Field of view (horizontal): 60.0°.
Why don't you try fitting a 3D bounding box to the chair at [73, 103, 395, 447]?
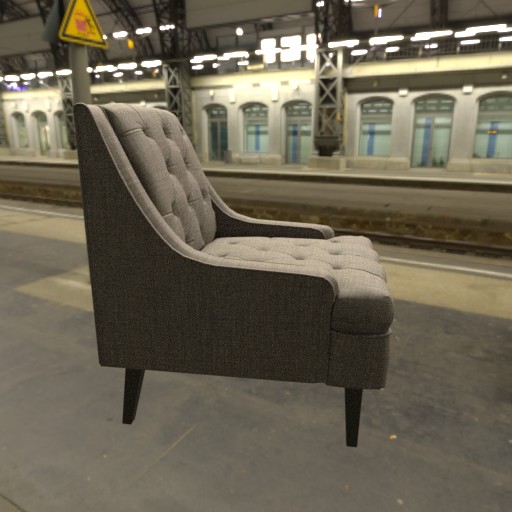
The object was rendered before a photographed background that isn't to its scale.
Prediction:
[{"bbox_3d":[0.000,0.000,1.380,0.771,0.891,0.655,2,15,8],"label":"chair"}]
